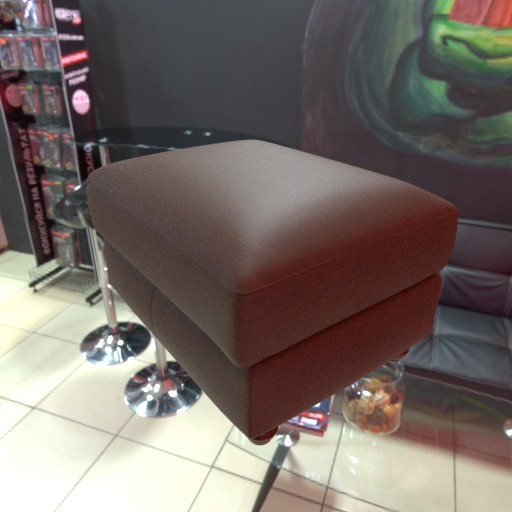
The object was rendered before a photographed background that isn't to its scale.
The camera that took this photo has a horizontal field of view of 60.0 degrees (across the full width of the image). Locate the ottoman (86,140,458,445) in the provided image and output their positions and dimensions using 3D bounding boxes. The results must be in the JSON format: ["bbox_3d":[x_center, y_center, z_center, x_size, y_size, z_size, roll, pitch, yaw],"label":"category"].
[{"bbox_3d":[0.000,0.000,1.173,0.635,0.508,0.787,-18,32,-32],"label":"ottoman"}]
